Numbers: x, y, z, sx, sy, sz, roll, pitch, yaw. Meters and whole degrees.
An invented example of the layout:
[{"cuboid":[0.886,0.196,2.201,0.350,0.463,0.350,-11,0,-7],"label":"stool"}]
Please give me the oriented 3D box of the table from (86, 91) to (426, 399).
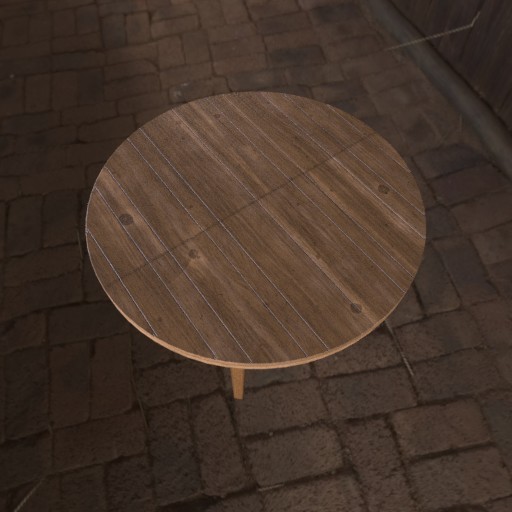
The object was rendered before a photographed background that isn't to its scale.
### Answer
[{"cuboid":[0.000,0.000,1.936,1.213,0.764,1.213,0,58,0],"label":"table"}]
